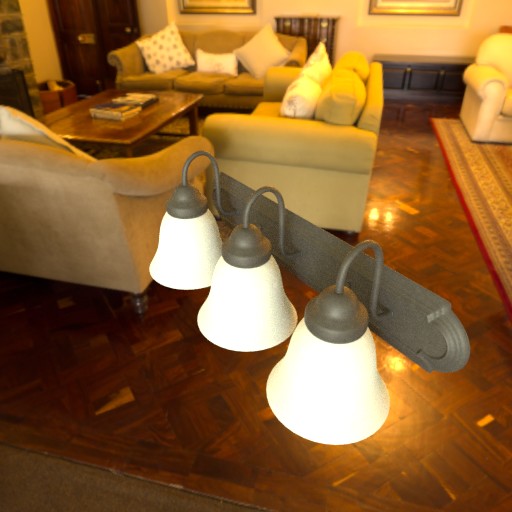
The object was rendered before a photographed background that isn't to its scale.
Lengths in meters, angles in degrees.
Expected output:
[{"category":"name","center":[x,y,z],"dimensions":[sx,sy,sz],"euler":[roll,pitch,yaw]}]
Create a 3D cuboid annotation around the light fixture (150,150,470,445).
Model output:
[{"category":"light fixture","center":[0.000,0.000,0.684],"dimensions":[0.199,0.222,0.610],"euler":[-20,37,-29]}]
